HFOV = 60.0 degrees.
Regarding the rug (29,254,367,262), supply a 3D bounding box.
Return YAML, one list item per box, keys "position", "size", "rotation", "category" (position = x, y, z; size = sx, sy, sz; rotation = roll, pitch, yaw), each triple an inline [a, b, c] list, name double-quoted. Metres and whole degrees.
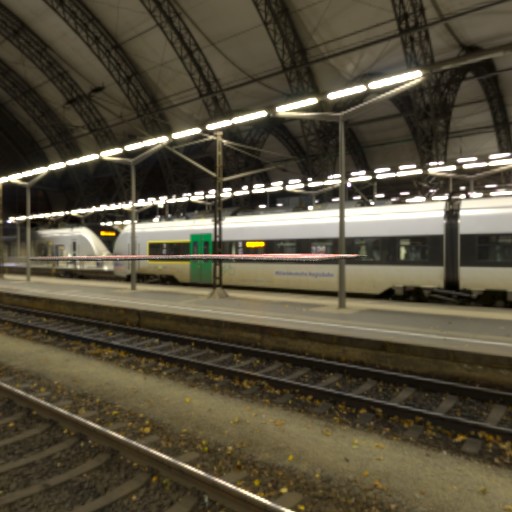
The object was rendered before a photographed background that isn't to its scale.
- position: [0.000, 0.000, 3.523]
  size: [1.522, 0.034, 3.032]
  rotation: [0, 0, 18]
  category: "rug"
